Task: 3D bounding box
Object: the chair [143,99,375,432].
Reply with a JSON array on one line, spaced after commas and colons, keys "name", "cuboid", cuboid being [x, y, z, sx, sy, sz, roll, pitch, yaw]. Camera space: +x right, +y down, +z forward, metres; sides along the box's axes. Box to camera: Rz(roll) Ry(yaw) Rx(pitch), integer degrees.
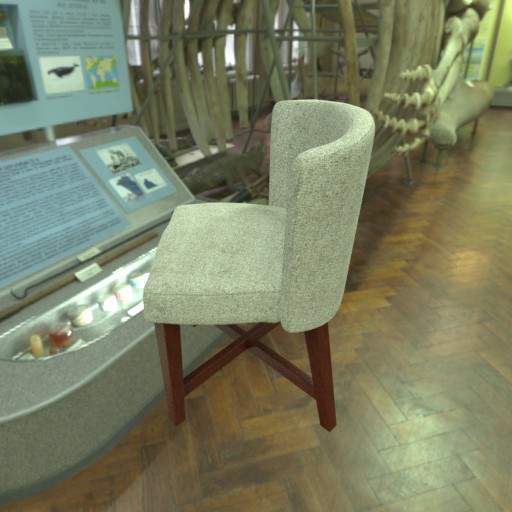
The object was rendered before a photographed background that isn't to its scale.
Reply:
[{"name": "chair", "cuboid": [0.000, 0.000, 1.302, 0.575, 0.827, 0.728, -1, 27, -1]}]
